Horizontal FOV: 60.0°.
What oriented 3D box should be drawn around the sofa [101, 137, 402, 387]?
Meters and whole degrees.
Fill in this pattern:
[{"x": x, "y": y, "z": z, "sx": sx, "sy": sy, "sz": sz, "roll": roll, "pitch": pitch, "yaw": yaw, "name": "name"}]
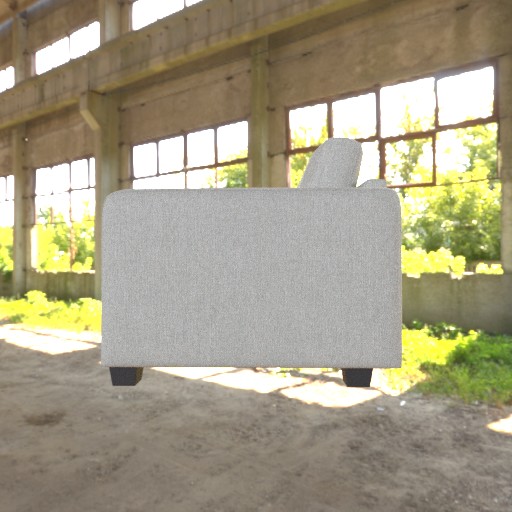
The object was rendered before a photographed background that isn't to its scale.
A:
[{"x": 0.000, "y": 0.000, "z": 2.044, "sx": 0.900, "sy": 0.800, "sz": 1.540, "roll": 0, "pitch": -1, "yaw": 1, "name": "sofa"}]
